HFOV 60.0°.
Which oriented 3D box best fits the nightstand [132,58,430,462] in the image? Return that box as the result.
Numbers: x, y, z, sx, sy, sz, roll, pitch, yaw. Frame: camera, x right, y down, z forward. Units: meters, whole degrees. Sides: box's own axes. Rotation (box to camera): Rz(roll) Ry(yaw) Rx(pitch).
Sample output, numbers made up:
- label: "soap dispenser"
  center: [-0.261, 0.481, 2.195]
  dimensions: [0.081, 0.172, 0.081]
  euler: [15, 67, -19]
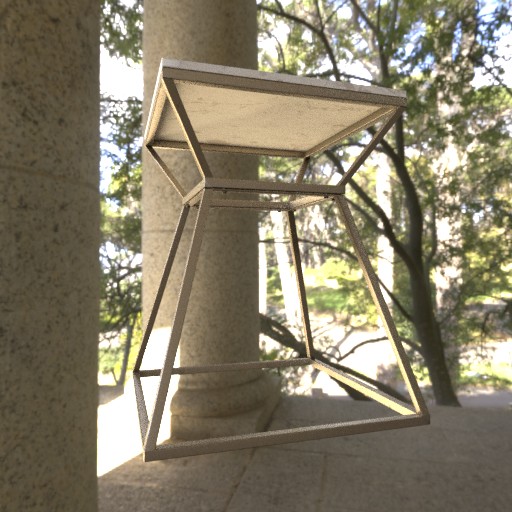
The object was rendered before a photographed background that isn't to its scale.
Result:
- label: "nightstand"
  center: [0.000, 0.000, 0.875]
  dimensions: [0.455, 0.554, 0.455]
  euler: [0, -1, -17]
